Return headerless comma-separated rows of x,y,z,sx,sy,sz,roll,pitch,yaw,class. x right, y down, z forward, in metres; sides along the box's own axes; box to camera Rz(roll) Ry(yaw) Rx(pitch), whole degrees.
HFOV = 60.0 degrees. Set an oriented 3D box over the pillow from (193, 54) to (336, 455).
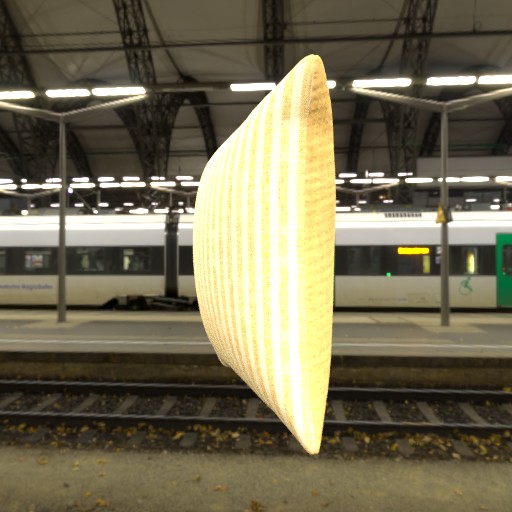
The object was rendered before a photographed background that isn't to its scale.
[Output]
0.000,0.000,0.646,0.173,0.407,0.419,0,-1,-17,pillow
